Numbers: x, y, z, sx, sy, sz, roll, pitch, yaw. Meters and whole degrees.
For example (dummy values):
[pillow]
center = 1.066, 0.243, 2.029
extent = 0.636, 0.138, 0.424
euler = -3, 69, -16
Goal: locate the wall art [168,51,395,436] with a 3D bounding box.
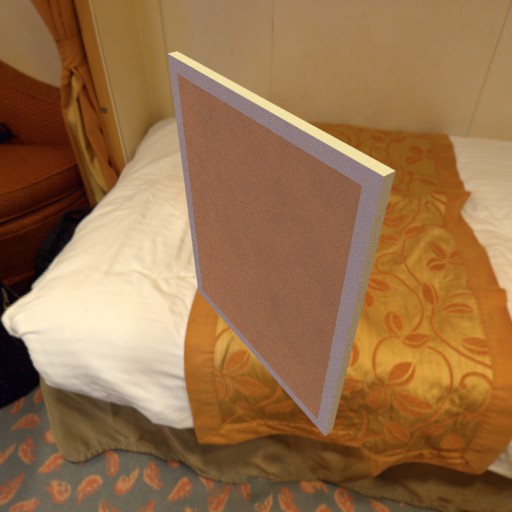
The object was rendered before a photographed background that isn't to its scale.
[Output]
[wall art]
center = 0.000, 0.000, 1.120
extent = 0.026, 0.811, 0.661
euler = -26, 49, -26
